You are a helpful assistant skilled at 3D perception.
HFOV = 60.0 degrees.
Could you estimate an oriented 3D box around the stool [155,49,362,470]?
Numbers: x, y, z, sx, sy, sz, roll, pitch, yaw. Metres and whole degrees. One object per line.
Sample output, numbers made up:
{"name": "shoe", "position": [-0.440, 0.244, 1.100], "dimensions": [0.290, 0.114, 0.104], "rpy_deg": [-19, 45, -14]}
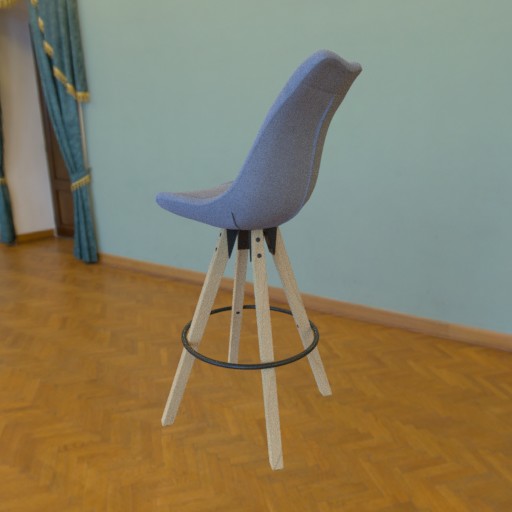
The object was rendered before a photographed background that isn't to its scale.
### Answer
{"name": "stool", "position": [0.000, 0.000, 1.386], "dimensions": [0.550, 1.115, 0.485], "rpy_deg": [9, 19, 27]}
